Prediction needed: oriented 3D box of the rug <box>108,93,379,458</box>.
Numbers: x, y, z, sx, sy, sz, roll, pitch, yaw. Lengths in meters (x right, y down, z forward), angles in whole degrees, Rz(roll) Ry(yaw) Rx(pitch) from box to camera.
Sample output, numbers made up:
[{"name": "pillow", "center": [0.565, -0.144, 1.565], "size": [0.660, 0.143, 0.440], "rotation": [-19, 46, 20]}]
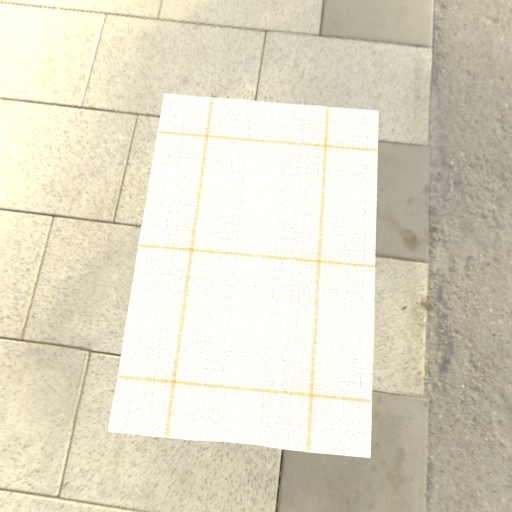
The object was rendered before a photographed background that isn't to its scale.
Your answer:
[{"name": "rug", "center": [0.000, 0.000, 2.290], "size": [1.232, 0.015, 1.825], "rotation": [5, 75, 1]}]
